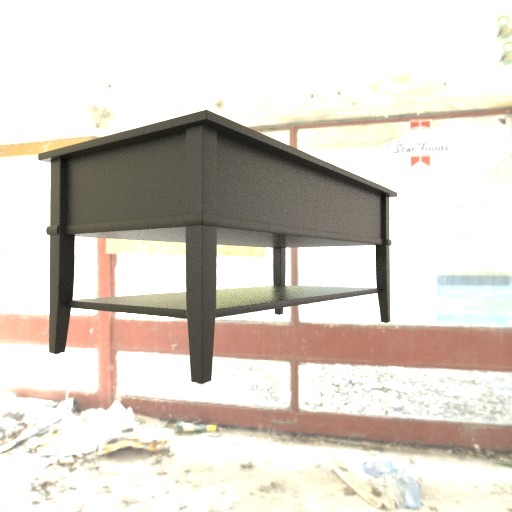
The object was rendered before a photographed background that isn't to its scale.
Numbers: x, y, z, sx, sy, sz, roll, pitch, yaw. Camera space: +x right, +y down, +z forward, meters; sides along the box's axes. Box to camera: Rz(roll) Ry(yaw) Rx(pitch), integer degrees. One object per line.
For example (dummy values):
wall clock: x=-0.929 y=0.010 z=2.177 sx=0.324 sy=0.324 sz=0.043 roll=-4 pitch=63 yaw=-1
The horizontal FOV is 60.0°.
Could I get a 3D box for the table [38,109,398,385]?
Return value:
table: x=0.000 y=0.000 z=1.316 sx=0.523 sy=0.470 sz=1.044 roll=-1 pitch=-1 yaw=35
